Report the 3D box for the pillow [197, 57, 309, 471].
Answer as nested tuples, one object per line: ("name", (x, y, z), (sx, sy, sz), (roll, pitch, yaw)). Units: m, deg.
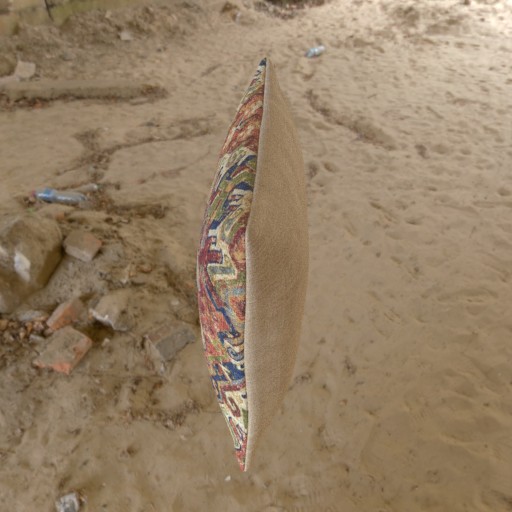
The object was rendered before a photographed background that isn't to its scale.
("pillow", (0.000, 0.000, 0.761), (0.166, 0.506, 0.523), (2, 41, 2))
